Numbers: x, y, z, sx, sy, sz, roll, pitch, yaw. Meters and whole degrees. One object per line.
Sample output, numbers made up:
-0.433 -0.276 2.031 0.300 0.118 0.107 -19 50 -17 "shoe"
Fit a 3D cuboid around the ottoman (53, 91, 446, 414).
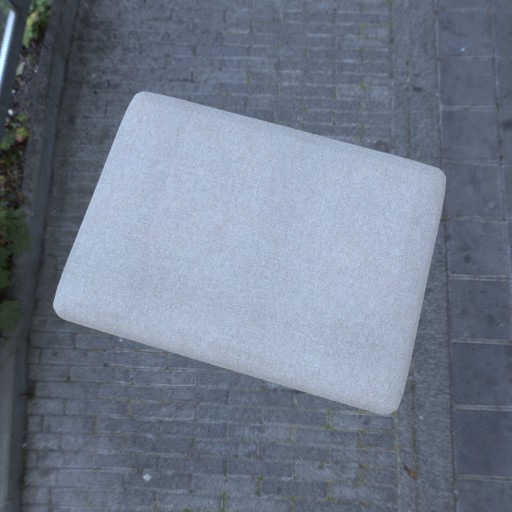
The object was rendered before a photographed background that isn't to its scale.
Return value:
0.000 0.000 1.222 0.823 0.478 0.610 16 78 3 "ottoman"
